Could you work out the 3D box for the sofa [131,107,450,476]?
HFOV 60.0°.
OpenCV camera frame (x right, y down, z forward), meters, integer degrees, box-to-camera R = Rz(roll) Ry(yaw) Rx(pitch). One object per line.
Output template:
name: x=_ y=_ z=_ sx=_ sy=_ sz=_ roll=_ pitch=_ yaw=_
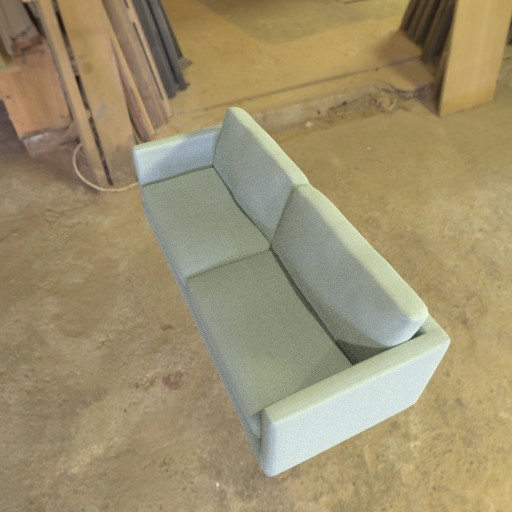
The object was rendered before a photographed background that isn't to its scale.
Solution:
sofa: x=0.000 y=0.000 z=2.732 sx=0.951 sy=0.965 sz=2.208 roll=-19 pitch=49 yaw=-17
